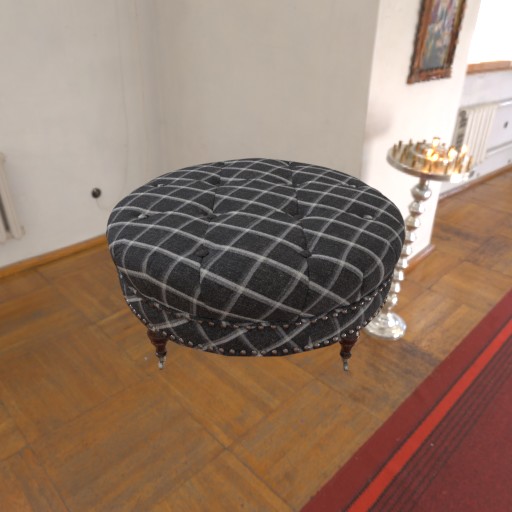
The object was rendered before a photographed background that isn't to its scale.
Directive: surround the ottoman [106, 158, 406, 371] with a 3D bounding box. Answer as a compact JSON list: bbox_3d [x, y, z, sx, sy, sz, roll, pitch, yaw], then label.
[{"bbox_3d":[0.000,0.000,1.428,0.901,0.439,0.901,0,29,0],"label":"ottoman"}]
